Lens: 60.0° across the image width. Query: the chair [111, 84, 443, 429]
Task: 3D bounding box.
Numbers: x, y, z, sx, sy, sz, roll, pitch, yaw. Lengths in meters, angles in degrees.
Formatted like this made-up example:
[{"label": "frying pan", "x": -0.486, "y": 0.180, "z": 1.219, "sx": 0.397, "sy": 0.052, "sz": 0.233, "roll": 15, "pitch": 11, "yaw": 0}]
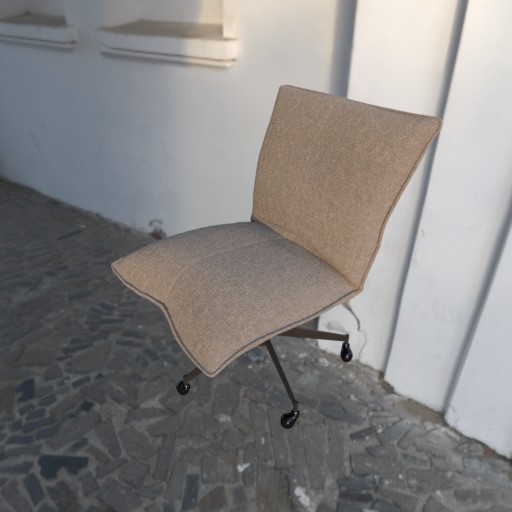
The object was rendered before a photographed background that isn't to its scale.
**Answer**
[{"label": "chair", "x": 0.000, "y": 0.000, "z": 1.292, "sx": 0.696, "sy": 0.811, "sz": 0.597, "roll": -21, "pitch": 37, "yaw": -30}]
